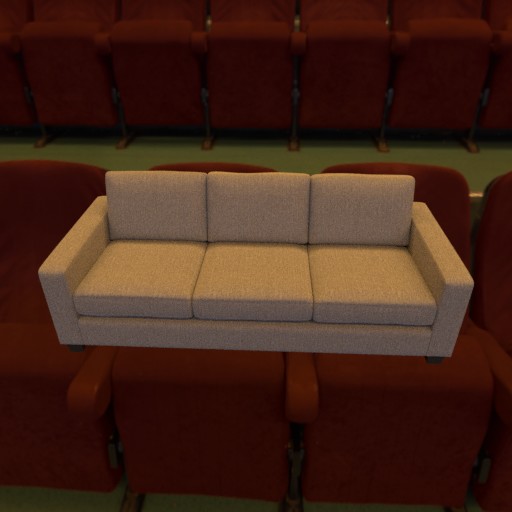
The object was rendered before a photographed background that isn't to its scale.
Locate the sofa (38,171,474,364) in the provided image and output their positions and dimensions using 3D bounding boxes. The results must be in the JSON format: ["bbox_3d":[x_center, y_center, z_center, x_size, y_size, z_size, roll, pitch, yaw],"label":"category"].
[{"bbox_3d":[0.000,0.000,2.578,2.120,0.800,0.900,1,32,2],"label":"sofa"}]
